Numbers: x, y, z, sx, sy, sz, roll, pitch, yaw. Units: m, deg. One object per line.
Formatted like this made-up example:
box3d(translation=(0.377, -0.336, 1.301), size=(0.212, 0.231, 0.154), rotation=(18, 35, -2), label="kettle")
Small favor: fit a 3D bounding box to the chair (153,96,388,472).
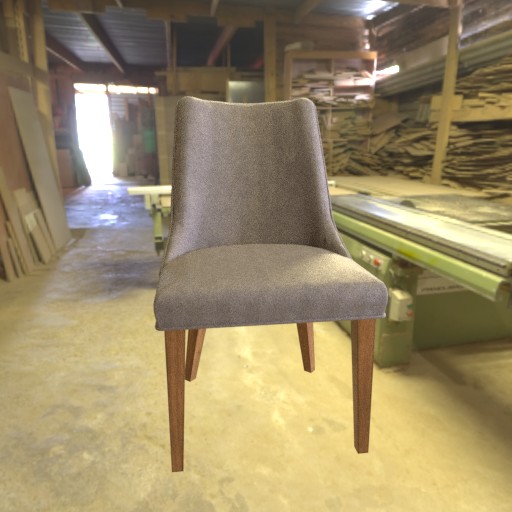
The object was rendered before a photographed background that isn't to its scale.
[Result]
box3d(translation=(0.000, 0.000, 1.299), size=(0.548, 0.916, 0.636), rotation=(-2, 15, -8), label="chair")
